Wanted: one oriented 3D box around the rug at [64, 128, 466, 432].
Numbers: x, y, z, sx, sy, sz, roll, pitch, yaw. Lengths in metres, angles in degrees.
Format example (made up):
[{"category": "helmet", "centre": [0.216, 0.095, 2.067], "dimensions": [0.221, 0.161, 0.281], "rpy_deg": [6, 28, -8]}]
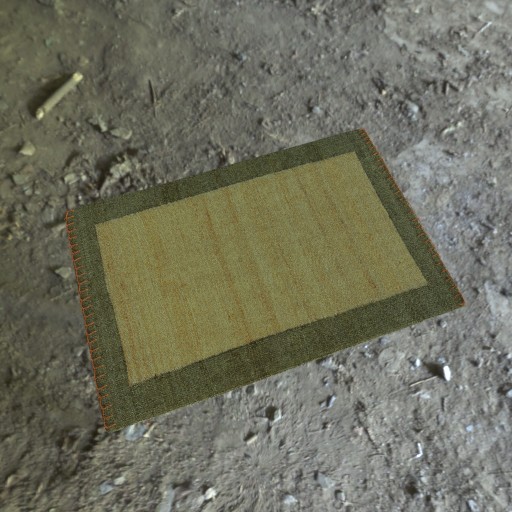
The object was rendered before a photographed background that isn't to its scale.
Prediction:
[{"category": "rug", "centre": [0.000, 0.000, 2.327], "dimensions": [1.838, 0.019, 1.220], "rpy_deg": [-17, 65, -8]}]
